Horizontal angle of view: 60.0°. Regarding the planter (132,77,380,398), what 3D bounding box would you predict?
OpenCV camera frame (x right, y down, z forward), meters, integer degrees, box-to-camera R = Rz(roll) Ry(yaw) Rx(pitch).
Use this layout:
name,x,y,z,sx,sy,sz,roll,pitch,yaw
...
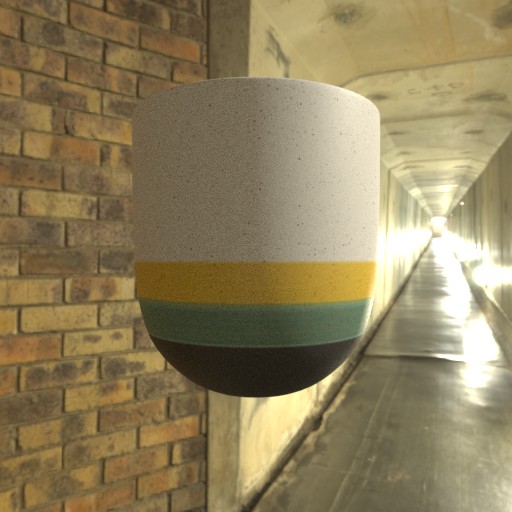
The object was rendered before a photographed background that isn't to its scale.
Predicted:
name,x,y,z,sx,sy,sz,roll,pitch,yaw
planter,0.000,0.000,0.361,0.195,0.214,0.195,0,0,0
